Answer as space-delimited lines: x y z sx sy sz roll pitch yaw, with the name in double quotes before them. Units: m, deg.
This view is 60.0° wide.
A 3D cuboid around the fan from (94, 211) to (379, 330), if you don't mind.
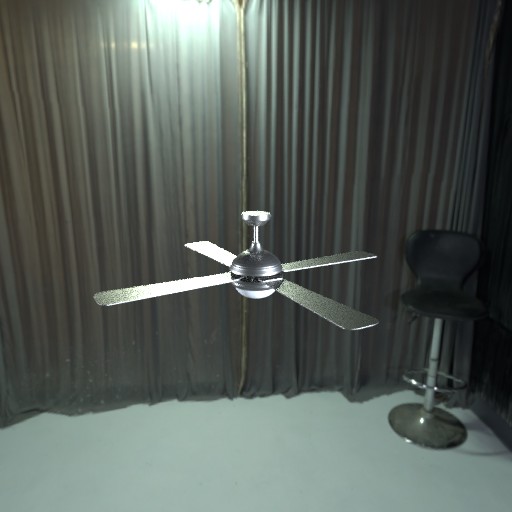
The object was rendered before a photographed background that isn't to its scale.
"fan" 0.000 0.000 1.963 1.321 0.381 1.321 -3 15 -10
